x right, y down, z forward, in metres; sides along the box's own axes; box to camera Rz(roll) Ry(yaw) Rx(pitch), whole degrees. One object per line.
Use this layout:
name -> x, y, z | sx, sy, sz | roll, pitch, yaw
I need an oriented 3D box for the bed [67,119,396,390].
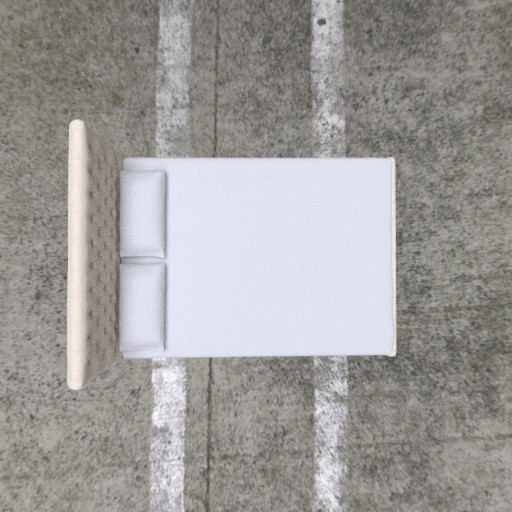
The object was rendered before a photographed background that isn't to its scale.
bed -> 0.000, 0.000, 3.461 | 2.387, 1.427, 1.698 | 0, 89, -1
